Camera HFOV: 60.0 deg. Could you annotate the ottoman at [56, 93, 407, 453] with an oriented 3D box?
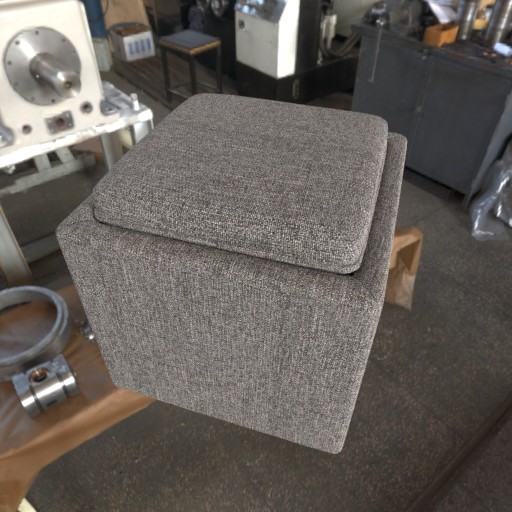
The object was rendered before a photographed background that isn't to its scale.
[{"bbox_3d":[0.000,0.000,0.825,0.450,0.460,0.450,12,43,13],"label":"ottoman"}]
